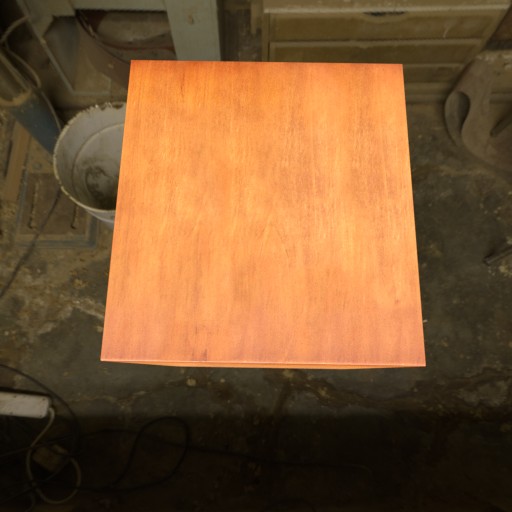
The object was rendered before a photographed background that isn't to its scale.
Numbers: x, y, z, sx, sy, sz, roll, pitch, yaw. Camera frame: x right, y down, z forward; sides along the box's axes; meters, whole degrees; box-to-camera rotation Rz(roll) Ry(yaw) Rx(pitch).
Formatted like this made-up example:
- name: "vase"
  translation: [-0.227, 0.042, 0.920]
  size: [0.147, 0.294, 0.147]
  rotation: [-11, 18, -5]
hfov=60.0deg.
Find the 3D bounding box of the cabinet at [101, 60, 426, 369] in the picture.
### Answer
- name: "cabinet"
  translation: [0.000, 0.000, 0.846]
  size: [0.401, 0.579, 0.409]
  rotation: [1, 75, 0]
